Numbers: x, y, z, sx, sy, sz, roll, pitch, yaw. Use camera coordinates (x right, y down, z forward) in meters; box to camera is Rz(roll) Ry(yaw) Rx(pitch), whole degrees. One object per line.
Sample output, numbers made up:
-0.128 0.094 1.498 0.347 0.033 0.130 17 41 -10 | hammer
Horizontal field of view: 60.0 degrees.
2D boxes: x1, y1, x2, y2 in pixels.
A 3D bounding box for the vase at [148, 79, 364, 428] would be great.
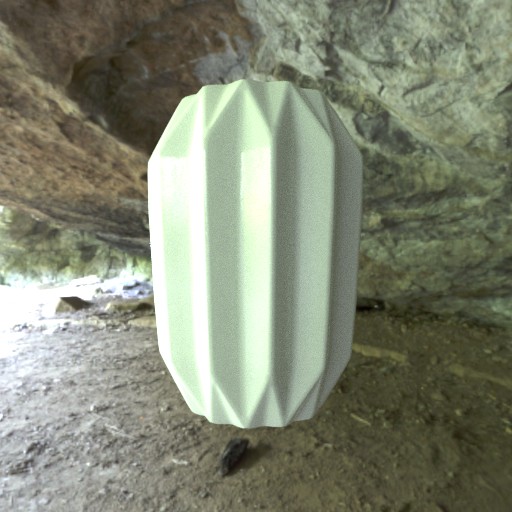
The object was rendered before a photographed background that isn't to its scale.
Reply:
0.000 0.000 0.408 0.195 0.275 0.195 0 0 0 | vase
